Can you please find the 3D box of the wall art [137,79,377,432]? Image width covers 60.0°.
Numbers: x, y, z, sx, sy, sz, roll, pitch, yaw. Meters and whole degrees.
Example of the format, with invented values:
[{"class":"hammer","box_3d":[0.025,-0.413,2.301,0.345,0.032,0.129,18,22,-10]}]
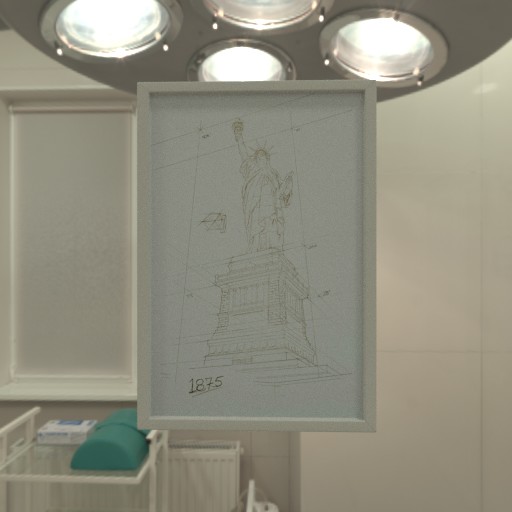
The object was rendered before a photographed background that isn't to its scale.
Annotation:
[{"class":"wall art","box_3d":[0.000,0.000,1.512,0.808,1.183,0.038,0,0,2]}]
